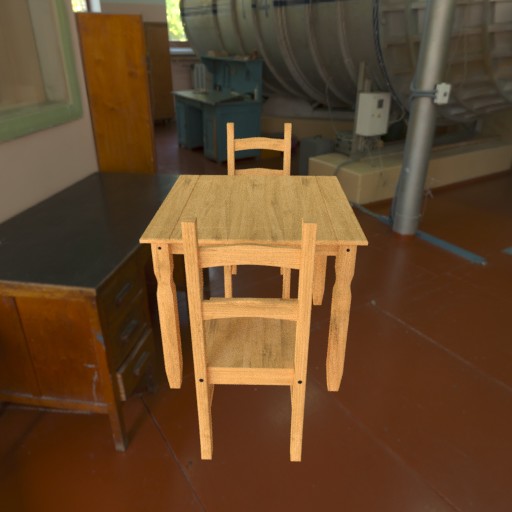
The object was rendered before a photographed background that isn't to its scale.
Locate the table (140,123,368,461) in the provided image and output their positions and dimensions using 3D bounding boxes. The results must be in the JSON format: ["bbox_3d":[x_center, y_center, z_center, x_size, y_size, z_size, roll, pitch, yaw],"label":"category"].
[{"bbox_3d":[0.000,0.000,2.055,0.813,0.942,1.501,1,26,1],"label":"table"}]
